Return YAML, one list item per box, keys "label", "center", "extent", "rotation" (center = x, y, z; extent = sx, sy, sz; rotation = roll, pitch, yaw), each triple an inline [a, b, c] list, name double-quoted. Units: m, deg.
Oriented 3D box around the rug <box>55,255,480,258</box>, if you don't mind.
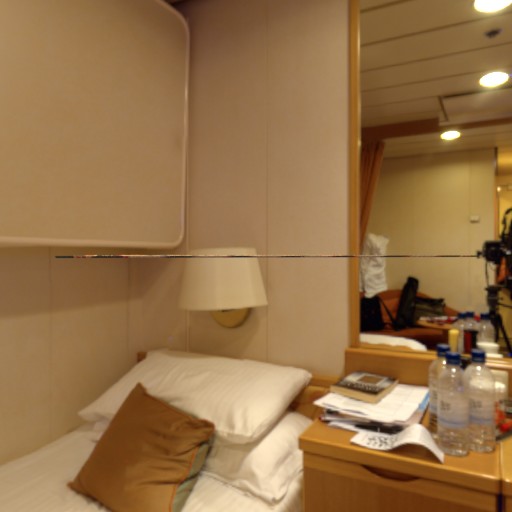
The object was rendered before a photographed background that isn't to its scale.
- label: "rug"
  center: [0.000, 0.000, 3.106]
  extent: [2.447, 0.011, 1.520]
  rotation: [0, 0, -19]
